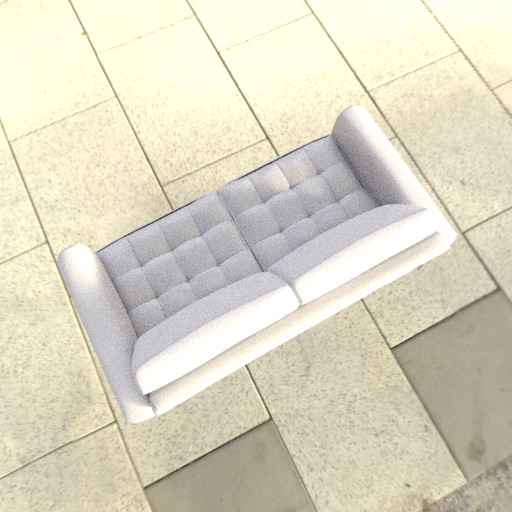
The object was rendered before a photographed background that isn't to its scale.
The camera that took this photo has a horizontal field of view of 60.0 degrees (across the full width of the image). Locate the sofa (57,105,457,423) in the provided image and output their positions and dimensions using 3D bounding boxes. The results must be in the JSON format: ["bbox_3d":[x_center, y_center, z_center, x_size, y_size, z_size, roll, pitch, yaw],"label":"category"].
[{"bbox_3d":[0.000,0.000,2.732,2.177,0.930,1.121,-28,76,-8],"label":"sofa"}]
